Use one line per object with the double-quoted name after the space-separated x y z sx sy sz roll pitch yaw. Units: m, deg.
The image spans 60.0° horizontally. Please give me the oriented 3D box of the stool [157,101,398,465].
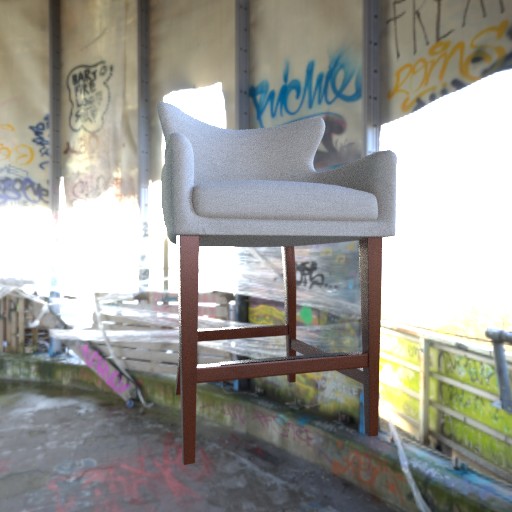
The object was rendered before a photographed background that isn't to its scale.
0.000 0.000 1.399 0.615 0.987 0.637 0 1 -18 "stool"
